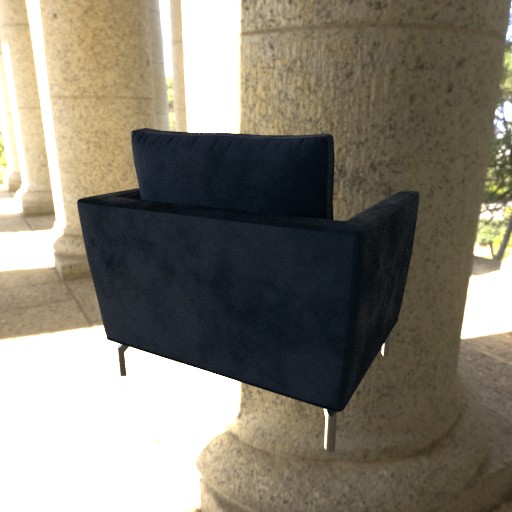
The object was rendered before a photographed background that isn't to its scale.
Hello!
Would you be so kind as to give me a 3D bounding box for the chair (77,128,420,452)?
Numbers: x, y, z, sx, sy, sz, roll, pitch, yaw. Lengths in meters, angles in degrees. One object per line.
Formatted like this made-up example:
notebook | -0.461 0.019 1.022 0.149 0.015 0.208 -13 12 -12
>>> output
chair | 0.000 0.000 1.608 0.977 0.893 0.746 9 19 28
